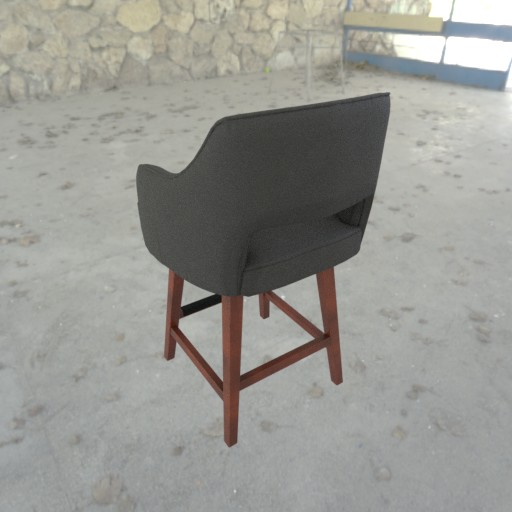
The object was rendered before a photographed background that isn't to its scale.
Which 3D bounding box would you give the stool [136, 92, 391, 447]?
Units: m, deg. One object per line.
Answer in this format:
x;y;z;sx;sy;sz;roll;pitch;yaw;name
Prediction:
0.000;0.000;1.231;0.548;0.912;0.558;-19;35;-29;stool
